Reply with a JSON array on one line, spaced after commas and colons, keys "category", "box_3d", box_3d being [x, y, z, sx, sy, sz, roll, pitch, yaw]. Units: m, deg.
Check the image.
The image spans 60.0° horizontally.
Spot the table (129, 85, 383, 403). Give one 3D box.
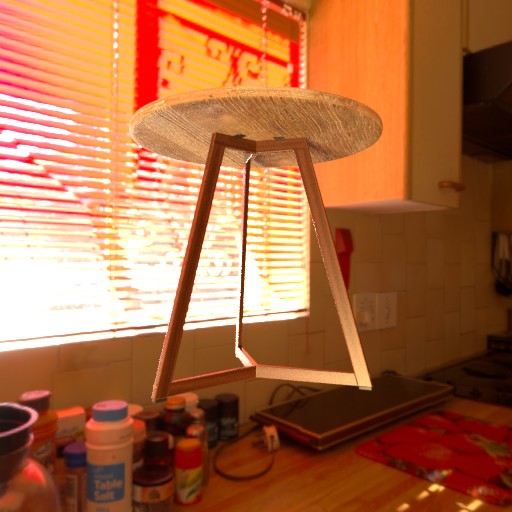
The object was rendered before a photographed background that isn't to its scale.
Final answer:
[{"category": "table", "box_3d": [0.000, 0.000, 0.904, 0.500, 0.500, 0.500, 0, -1, 0]}]
